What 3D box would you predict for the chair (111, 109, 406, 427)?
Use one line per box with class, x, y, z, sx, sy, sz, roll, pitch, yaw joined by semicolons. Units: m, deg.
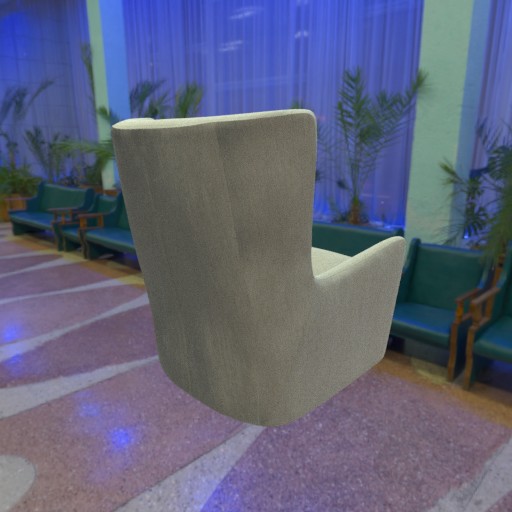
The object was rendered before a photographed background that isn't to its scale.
chair;0.000;0.000;1.661;0.904;1.000;0.779;-14;21;-43
